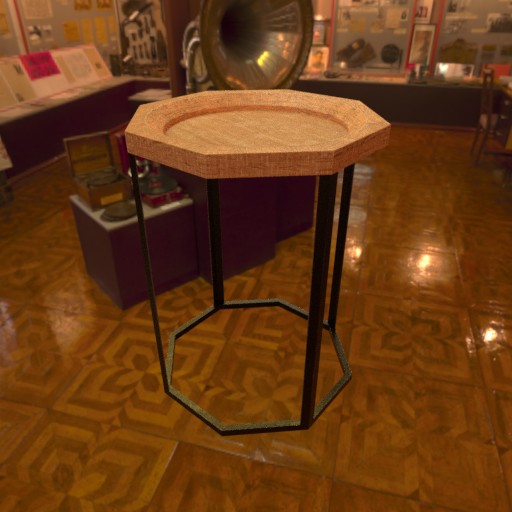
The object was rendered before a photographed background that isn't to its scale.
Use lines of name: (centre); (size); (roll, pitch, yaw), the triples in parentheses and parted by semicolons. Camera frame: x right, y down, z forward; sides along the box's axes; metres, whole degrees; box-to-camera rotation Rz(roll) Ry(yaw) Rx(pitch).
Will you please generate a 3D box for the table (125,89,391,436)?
table: (0.000, 0.000, 0.882); (0.437, 0.553, 0.437); (9, 32, 15)
